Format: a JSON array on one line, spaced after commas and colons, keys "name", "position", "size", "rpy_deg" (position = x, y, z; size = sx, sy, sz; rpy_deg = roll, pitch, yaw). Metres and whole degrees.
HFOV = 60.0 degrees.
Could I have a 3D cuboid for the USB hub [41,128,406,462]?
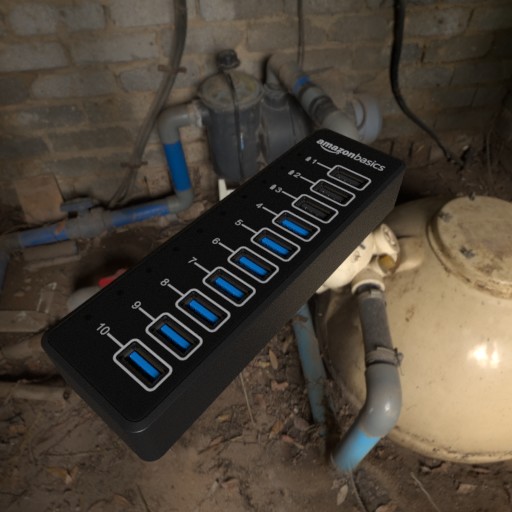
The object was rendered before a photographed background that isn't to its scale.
[{"name": "USB hub", "position": [0.000, 0.000, 0.162], "size": [0.044, 0.023, 0.145], "rpy_deg": [32, 55, 25]}]
